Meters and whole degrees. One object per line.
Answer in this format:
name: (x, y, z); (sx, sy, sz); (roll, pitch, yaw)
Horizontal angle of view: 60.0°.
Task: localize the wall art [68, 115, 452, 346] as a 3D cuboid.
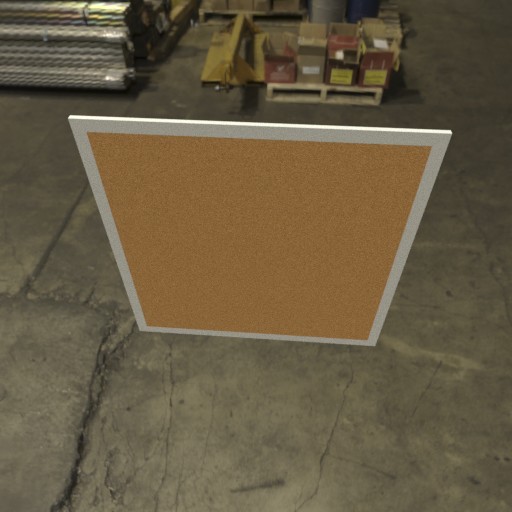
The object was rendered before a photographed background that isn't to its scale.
wall art: (0.000, 0.000, 1.234); (0.812, 0.813, 0.013); (3, 47, 3)
